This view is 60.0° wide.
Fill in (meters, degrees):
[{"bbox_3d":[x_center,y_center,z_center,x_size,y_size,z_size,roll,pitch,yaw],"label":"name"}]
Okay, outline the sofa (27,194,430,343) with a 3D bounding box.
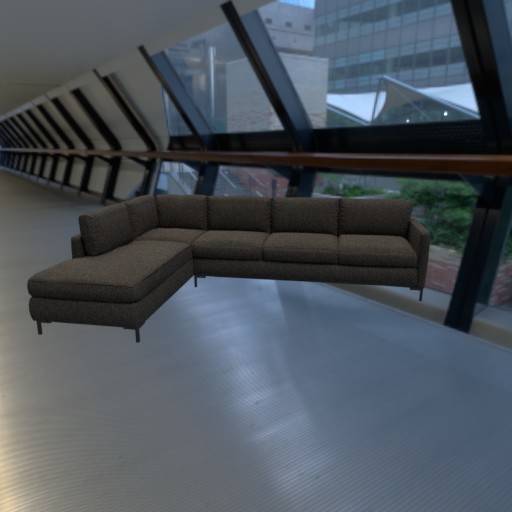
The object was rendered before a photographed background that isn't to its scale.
[{"bbox_3d":[0.000,0.000,3.790,2.949,0.815,2.007,3,15,9],"label":"sofa"}]
